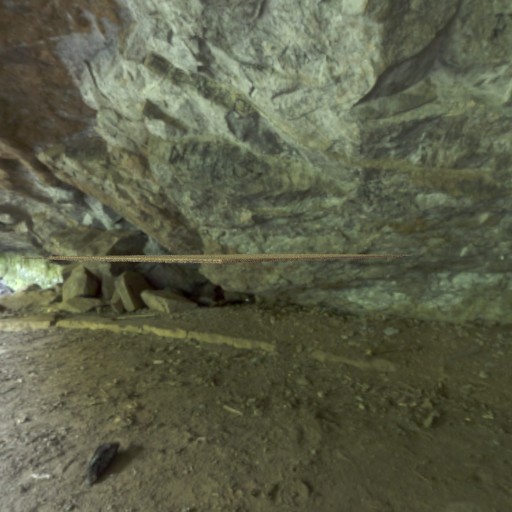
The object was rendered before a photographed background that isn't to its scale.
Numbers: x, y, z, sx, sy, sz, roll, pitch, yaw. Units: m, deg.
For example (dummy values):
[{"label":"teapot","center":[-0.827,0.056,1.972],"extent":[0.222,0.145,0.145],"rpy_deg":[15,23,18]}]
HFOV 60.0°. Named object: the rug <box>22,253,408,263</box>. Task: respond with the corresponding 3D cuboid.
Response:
[{"label":"rug","center":[0.000,0.000,2.049],"extent":[0.905,0.017,1.718],"rpy_deg":[1,1,37]}]
